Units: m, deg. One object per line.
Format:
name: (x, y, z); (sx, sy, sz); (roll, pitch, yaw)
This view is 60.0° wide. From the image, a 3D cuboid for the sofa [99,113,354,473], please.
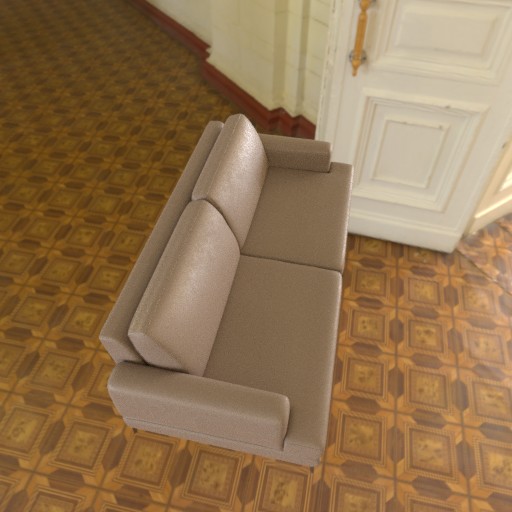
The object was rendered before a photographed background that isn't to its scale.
sofa: (0.000, 0.000, 2.453); (0.974, 0.765, 1.940); (9, 49, 8)
